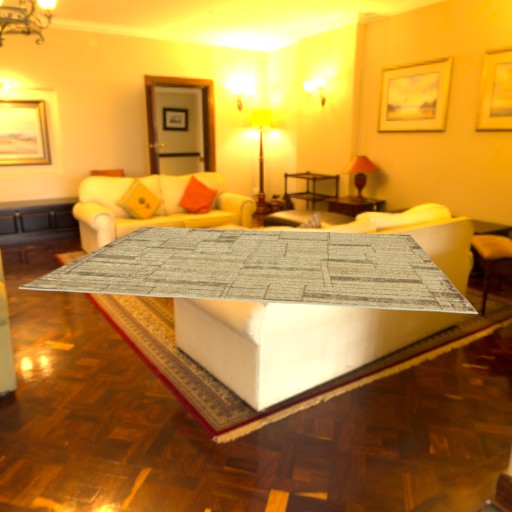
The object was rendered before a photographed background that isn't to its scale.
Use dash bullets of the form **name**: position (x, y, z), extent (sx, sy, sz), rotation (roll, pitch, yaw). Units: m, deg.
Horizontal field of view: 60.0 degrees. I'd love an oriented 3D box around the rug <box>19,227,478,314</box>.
- **rug**: position (0.000, 0.000, 4.347), extent (3.357, 0.019, 2.449), rotation (2, 15, 8)
